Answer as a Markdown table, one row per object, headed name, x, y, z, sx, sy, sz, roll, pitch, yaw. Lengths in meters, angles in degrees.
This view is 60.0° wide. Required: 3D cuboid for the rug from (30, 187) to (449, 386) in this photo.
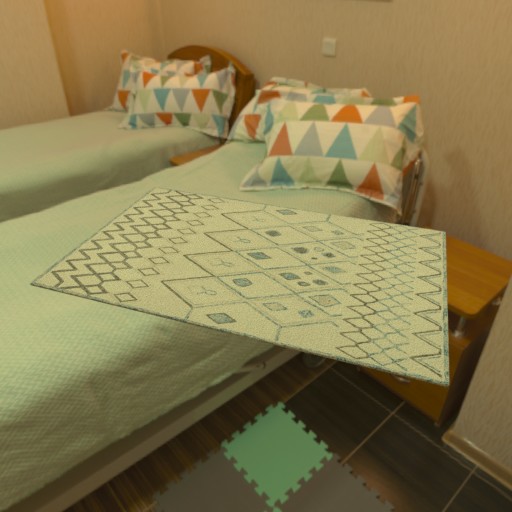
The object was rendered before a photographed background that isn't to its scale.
| name | x | y | z | sx | sy | sz | roll | pitch | yaw |
| --- | --- | --- | --- | --- | --- | --- | --- | --- | --- |
| rug | 0.000 | 0.000 | 3.006 | 2.439 | 0.015 | 1.524 | 11 | 35 | 16 |
